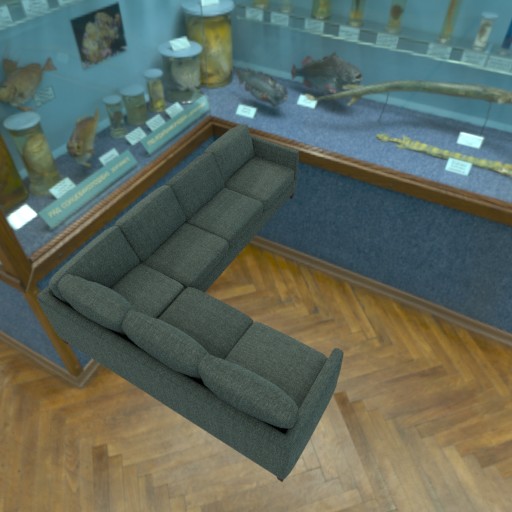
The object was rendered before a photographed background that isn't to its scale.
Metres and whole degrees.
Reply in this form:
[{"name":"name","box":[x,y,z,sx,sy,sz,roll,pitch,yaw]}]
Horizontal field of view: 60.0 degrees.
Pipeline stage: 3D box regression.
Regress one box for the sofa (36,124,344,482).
[{"name":"sofa","box":[0.000,0.000,4.555,2.593,0.947,3.302,24,51,21]}]
